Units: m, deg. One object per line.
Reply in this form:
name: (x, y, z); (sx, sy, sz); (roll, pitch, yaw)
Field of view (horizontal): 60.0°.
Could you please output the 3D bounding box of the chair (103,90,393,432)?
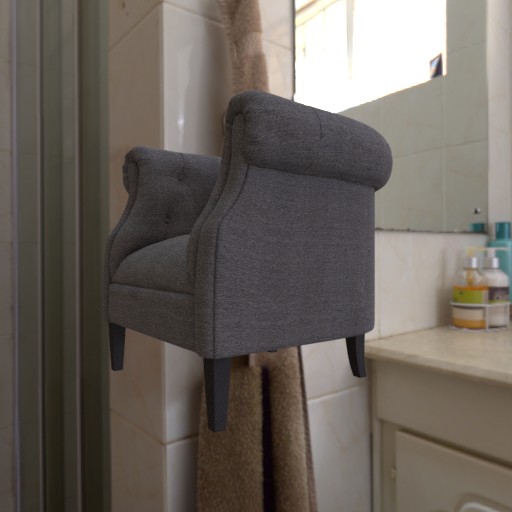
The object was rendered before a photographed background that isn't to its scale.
chair: (0.000, 0.000, 1.557); (0.852, 0.827, 0.905); (0, 0, -37)
